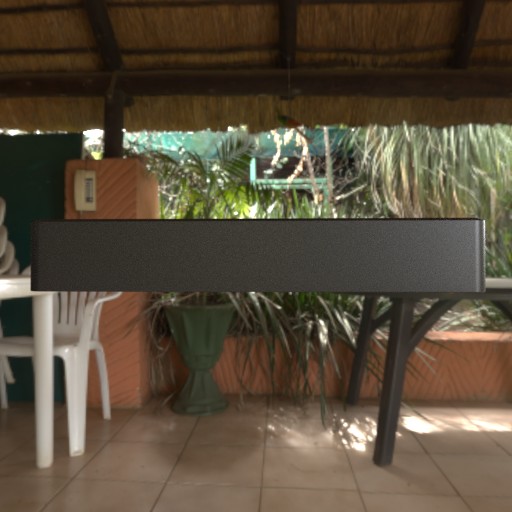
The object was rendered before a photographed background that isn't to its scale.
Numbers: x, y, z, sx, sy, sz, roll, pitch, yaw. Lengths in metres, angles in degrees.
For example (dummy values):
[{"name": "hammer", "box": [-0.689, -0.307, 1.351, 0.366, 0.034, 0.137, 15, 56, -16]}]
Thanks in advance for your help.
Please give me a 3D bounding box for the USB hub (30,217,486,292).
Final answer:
[{"name": "USB hub", "box": [0.000, 0.000, 0.160, 0.145, 0.023, 0.044, 0, -1, 2]}]
